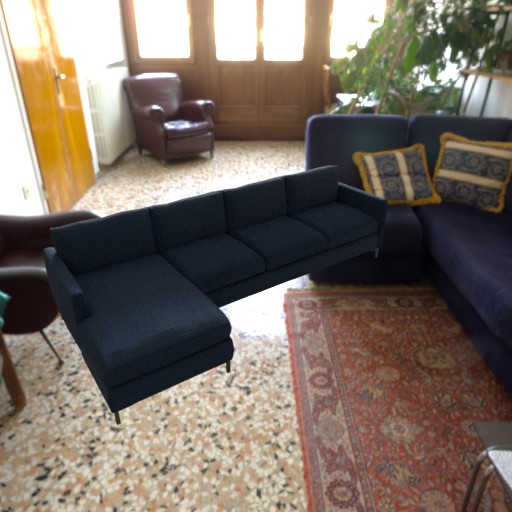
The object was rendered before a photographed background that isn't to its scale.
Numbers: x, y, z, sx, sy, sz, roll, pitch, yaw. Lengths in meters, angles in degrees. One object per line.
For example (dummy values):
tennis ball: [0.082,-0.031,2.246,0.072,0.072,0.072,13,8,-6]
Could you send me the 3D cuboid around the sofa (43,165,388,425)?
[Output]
sofa: [0.000,0.000,2.981,2.450,0.679,1.128,-18,33,-31]
